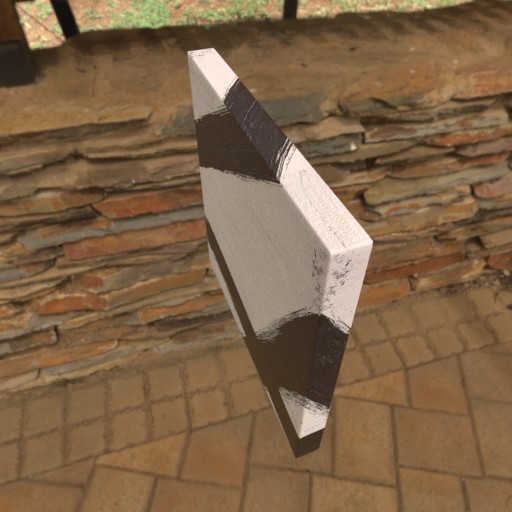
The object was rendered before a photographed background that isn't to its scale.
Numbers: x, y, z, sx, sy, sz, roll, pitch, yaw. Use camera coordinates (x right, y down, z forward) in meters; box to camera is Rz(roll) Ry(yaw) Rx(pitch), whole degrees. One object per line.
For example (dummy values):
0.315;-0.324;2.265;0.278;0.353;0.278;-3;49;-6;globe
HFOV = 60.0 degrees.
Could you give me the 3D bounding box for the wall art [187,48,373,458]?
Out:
0.000;0.000;0.757;0.050;0.508;0.507;-15;48;-15;wall art
